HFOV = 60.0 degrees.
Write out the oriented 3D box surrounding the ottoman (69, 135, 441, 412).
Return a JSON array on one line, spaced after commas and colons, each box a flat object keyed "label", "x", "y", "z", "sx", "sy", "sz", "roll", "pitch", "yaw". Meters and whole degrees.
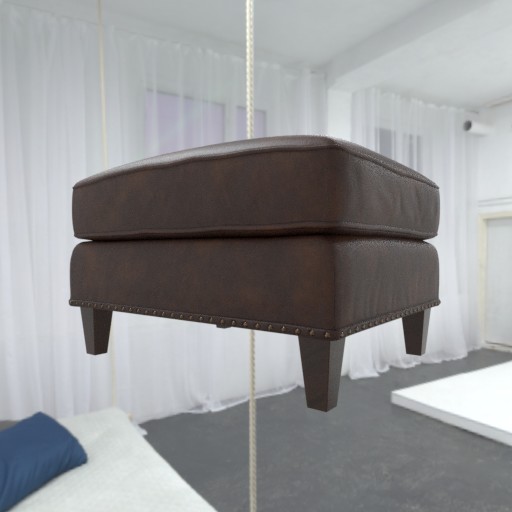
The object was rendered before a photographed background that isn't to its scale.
[{"label": "ottoman", "x": 0.000, "y": 0.000, "z": 1.102, "sx": 0.742, "sy": 0.486, "sz": 0.586, "roll": 0, "pitch": 1, "yaw": 37}]
